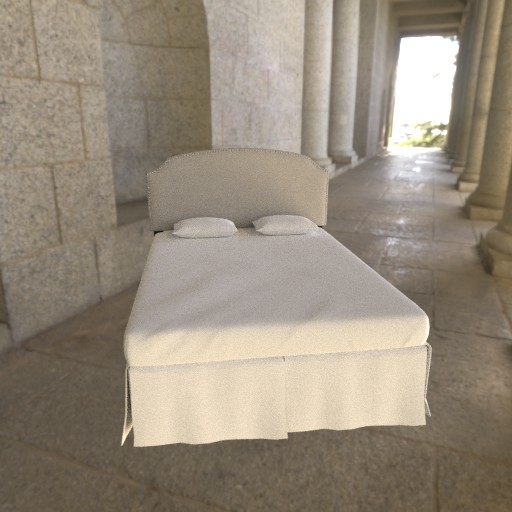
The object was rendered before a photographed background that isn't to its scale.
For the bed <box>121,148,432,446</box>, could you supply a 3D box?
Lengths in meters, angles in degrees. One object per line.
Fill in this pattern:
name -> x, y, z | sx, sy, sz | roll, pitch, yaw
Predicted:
bed -> 0.000, 0.000, 2.906 | 1.558, 1.270, 1.999 | -2, 17, -8
